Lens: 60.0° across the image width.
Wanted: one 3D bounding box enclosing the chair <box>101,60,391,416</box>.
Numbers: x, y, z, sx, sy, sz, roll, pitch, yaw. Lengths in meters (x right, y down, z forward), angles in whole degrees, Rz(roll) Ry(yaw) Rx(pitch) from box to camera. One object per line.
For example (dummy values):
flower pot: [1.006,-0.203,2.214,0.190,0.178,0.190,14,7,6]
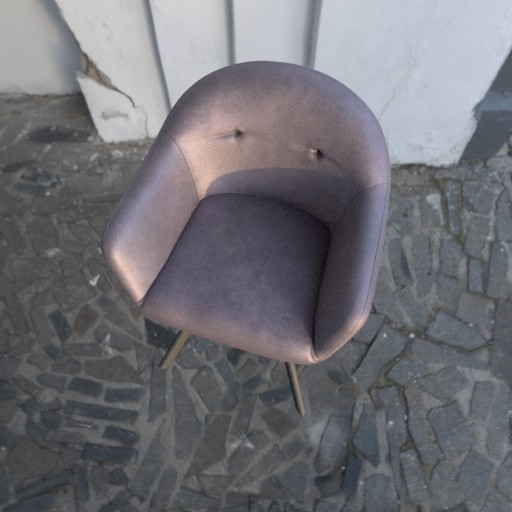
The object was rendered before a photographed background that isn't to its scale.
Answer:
chair: [0.000,0.000,1.159,0.567,0.781,0.544,15,61,9]
